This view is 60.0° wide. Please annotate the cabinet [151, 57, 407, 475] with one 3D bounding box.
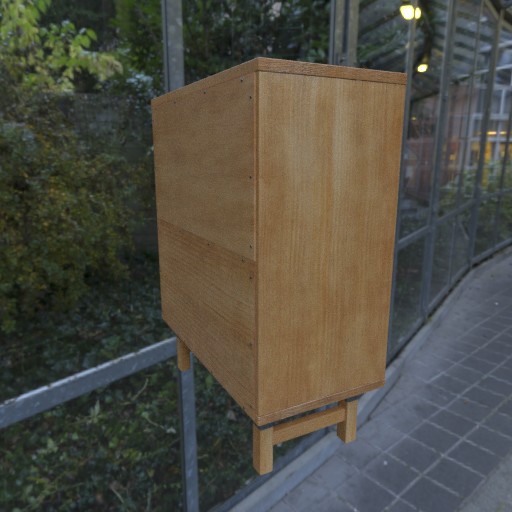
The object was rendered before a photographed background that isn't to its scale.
[{"bbox_3d":[0.000,0.000,1.411,0.419,1.001,0.800,-7,15,-27],"label":"cabinet"}]
